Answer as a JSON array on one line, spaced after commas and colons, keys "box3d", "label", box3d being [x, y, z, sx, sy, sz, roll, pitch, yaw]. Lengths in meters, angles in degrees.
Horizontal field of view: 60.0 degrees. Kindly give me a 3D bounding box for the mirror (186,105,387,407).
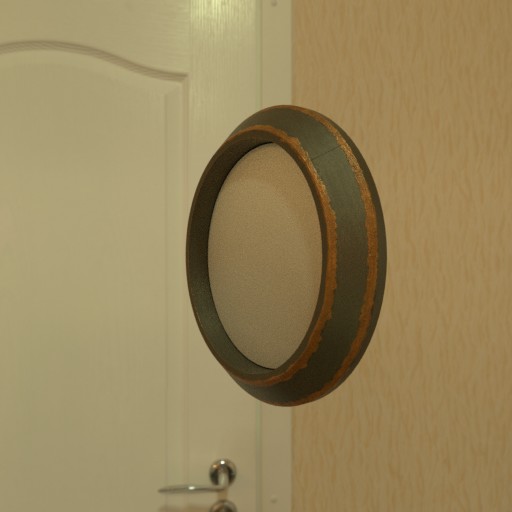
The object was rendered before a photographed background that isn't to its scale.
[{"box3d": [0.000, 0.000, 1.370, 0.111, 0.907, 0.907, 0, 1, -35], "label": "mirror"}]
